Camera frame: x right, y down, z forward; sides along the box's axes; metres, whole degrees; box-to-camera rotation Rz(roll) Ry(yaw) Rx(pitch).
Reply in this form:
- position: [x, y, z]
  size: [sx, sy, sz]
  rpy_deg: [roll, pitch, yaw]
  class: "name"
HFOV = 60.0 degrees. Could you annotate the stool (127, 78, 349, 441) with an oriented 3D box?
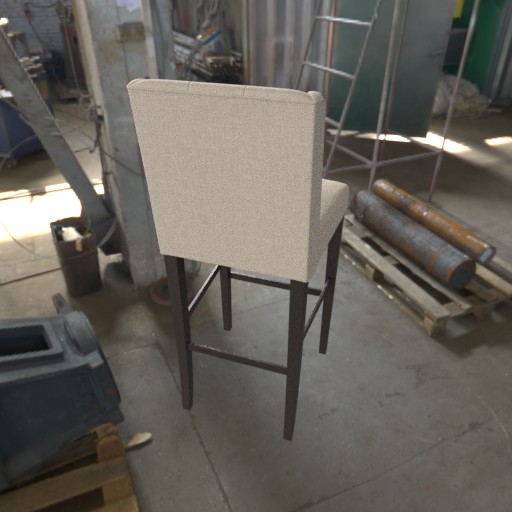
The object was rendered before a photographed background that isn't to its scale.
- position: [0.000, 0.000, 1.398]
  size: [0.474, 1.116, 0.509]
  rpy_deg: [11, 34, 16]
  class: "stool"
